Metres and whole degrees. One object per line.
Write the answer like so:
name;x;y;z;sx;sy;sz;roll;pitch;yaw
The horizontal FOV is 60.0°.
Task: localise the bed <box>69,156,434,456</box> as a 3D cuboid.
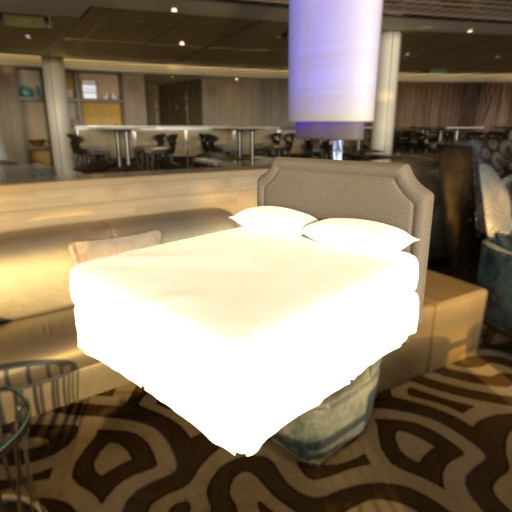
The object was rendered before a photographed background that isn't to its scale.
bed;0.000;0.000;3.943;2.194;1.561;2.536;14;21;41
